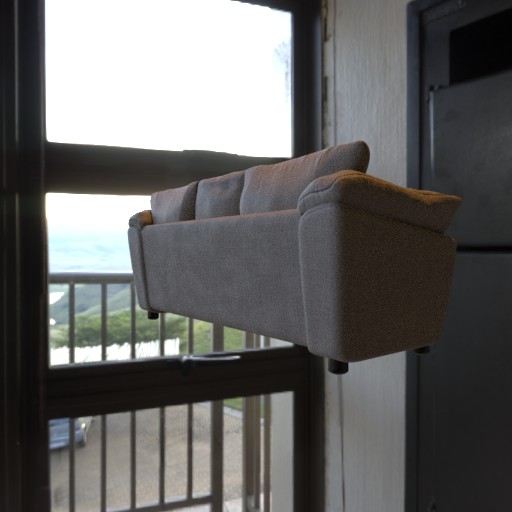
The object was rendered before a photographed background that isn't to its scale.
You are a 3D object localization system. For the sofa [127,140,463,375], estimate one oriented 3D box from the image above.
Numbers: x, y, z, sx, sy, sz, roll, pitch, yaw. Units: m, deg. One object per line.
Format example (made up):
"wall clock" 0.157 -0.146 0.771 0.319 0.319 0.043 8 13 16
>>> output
"sofa" 0.000 0.000 2.853 0.878 0.996 2.334 0 1 -37
